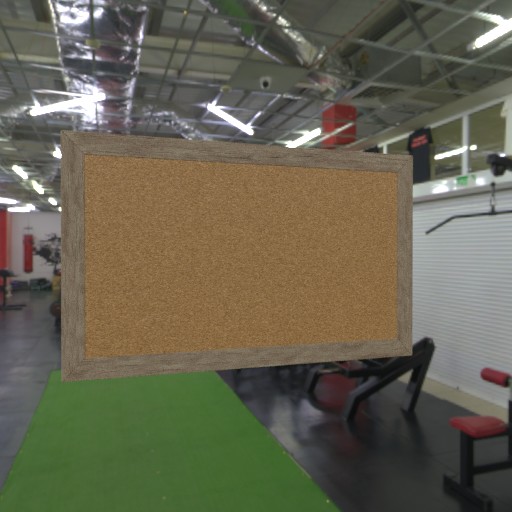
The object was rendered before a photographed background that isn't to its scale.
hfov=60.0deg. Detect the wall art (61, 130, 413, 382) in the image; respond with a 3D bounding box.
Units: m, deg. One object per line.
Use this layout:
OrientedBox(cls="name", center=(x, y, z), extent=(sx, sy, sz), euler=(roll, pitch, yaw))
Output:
OrientedBox(cls="wall art", center=(0.000, 0.000, 0.964), extent=(0.780, 0.480, 0.021), euler=(0, 0, -17))
